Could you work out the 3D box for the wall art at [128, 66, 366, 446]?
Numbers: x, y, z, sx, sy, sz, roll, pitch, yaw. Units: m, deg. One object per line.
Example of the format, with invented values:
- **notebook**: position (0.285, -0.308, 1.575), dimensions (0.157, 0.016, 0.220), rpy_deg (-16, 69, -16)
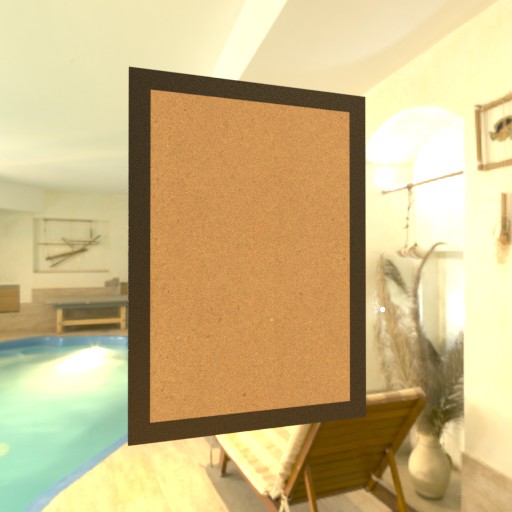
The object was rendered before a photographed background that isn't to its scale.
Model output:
- **wall art**: position (0.000, 0.000, 0.687), dimensions (0.381, 0.534, 0.013), rpy_deg (0, -1, -18)
